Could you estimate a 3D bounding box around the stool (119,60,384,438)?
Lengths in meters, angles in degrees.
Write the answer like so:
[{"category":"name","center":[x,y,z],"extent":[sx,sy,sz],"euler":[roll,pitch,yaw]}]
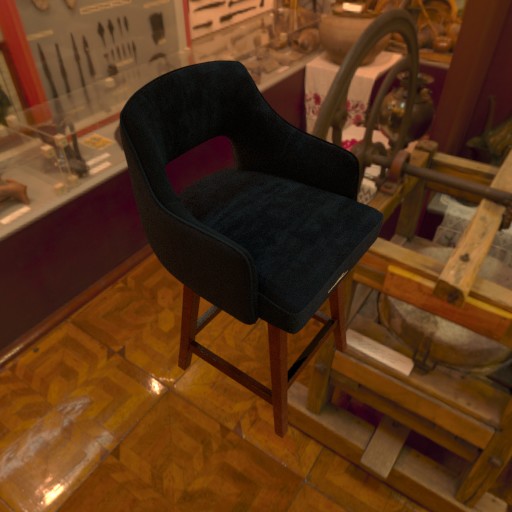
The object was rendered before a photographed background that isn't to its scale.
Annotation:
[{"category":"stool","center":[0.000,0.000,1.291],"extent":[0.560,0.940,0.550],"euler":[26,48,26]}]
